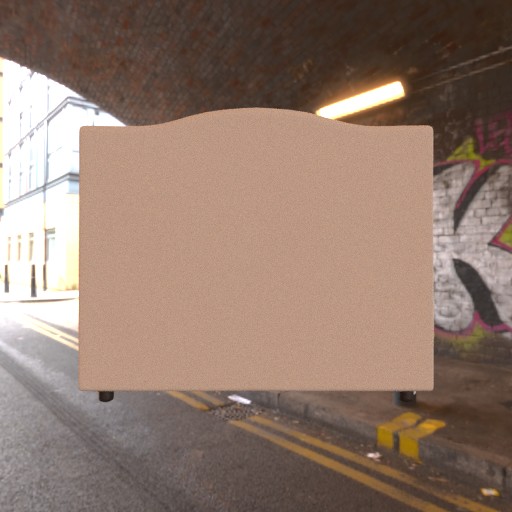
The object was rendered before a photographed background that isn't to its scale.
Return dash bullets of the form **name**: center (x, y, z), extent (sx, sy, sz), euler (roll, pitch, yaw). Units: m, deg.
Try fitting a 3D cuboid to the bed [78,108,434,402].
- **bed**: center (0.000, 0.000, 3.223), extent (1.753, 1.460, 2.143), euler (0, 0, 0)
